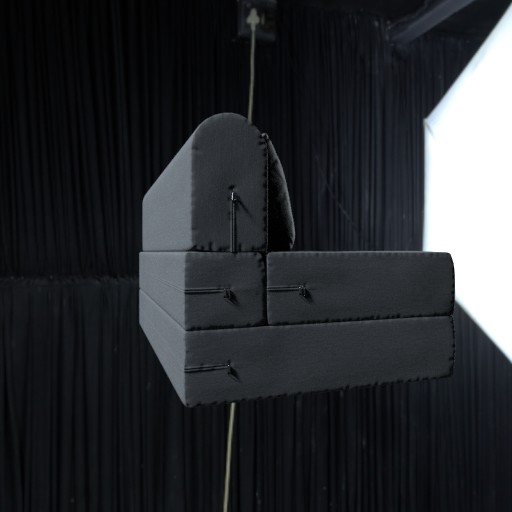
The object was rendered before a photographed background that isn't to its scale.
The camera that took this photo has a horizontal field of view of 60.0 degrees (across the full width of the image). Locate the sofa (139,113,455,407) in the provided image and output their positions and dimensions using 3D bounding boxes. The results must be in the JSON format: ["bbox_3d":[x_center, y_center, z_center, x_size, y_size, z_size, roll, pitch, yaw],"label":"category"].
[{"bbox_3d":[0.000,0.000,1.677,0.762,0.670,1.225,0,1,-19],"label":"sofa"}]
